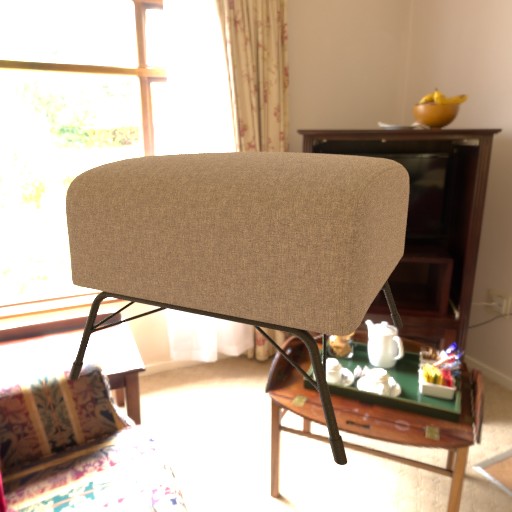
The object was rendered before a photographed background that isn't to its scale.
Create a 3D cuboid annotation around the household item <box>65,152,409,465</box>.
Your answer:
[{"bbox_3d":[0.000,0.000,0.895,0.530,0.410,0.530,7,16,25],"label":"household item"}]
